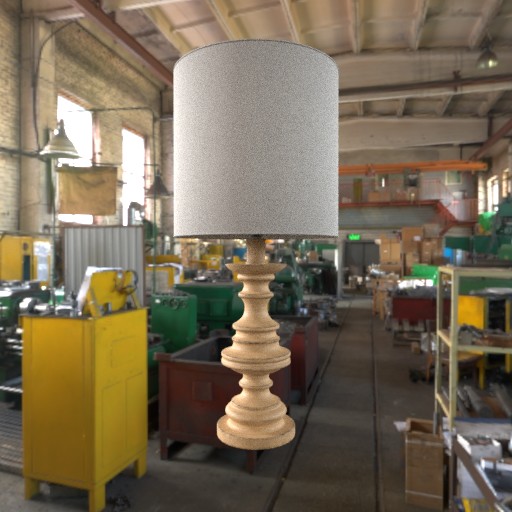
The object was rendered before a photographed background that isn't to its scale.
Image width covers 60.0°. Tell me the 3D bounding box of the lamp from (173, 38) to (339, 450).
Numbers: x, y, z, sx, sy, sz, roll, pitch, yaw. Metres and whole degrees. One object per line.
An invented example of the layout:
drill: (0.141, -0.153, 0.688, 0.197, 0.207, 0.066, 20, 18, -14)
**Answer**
lamp: (0.000, 0.000, 0.569, 0.208, 0.455, 0.208, 0, 1, -19)
